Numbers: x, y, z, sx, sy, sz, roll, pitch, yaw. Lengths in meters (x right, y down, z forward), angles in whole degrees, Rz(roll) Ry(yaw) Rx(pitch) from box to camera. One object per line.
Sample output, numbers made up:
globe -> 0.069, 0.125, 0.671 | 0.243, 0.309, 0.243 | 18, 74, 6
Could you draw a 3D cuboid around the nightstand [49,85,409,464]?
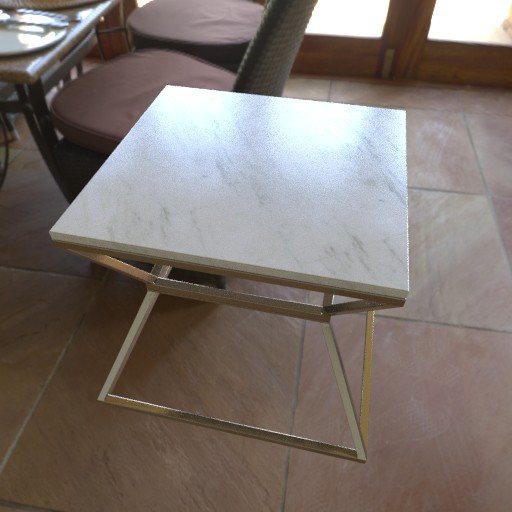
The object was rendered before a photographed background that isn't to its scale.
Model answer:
nightstand -> 0.000, 0.000, 0.845 | 0.513, 0.426, 0.514 | 9, 47, 9
